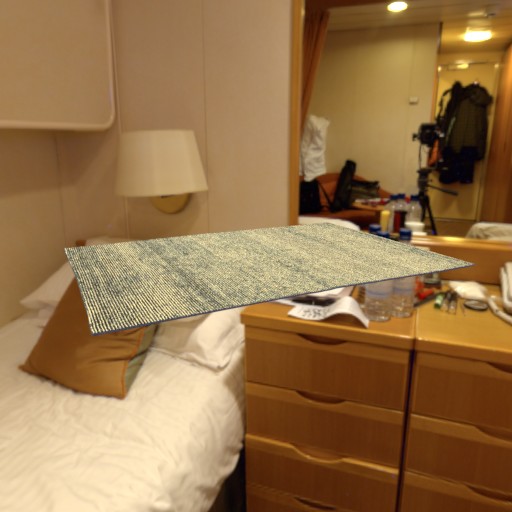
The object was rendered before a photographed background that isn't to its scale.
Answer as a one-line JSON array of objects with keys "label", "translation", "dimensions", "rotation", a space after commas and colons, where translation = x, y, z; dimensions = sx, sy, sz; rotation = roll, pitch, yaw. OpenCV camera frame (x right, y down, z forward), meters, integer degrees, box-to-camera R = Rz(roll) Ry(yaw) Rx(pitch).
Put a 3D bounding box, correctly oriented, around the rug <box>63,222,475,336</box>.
[{"label": "rug", "translation": [0.000, 0.000, 3.041], "dimensions": [2.349, 0.030, 1.624], "rotation": [-7, 17, -25]}]
